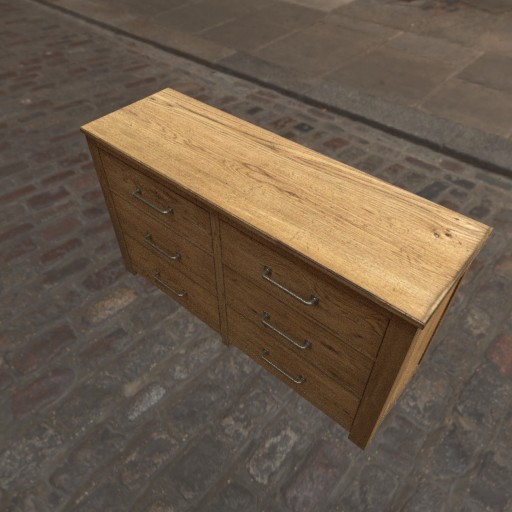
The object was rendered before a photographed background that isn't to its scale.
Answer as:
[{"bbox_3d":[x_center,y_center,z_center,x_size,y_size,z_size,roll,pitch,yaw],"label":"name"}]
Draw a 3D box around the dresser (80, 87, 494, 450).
[{"bbox_3d":[0.000,0.000,2.067,1.657,0.932,0.563,31,53,27],"label":"dresser"}]
